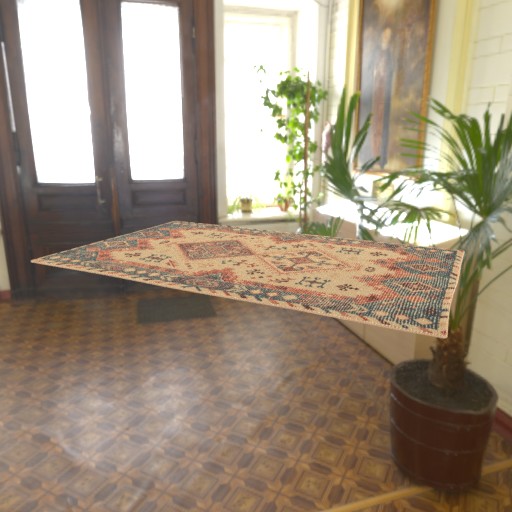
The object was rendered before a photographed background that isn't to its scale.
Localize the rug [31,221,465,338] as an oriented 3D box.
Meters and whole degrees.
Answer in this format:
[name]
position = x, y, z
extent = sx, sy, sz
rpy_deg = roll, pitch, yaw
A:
[rug]
position = 0.000, 0.000, 2.942
extent = 2.464, 0.023, 1.521
rpy_deg = 8, 17, 26
